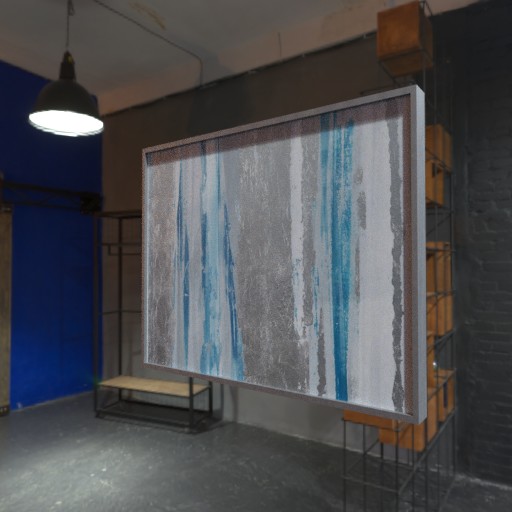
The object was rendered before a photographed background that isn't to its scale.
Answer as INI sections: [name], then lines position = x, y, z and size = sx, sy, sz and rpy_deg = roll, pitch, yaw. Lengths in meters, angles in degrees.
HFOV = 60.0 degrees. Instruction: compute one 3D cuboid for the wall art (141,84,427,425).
[wall art]
position = 0.000, 0.000, 0.766
size = 0.557, 0.450, 0.037
rpy_deg = -1, -1, 36
